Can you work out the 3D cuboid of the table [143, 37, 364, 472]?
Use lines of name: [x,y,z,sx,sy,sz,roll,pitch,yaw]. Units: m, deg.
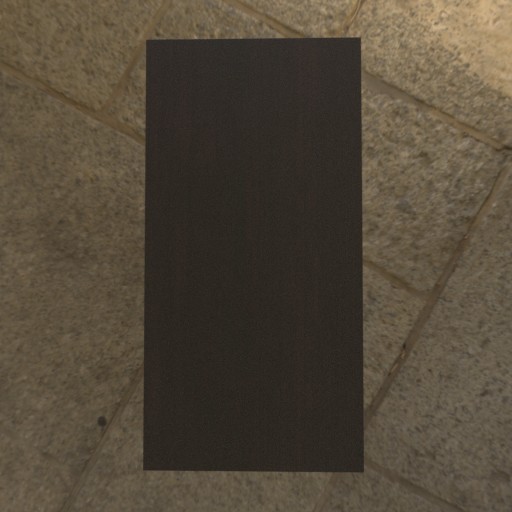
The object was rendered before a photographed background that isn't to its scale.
table: [0.000,0.000,1.343,0.499,0.660,0.991,0,88,1]
